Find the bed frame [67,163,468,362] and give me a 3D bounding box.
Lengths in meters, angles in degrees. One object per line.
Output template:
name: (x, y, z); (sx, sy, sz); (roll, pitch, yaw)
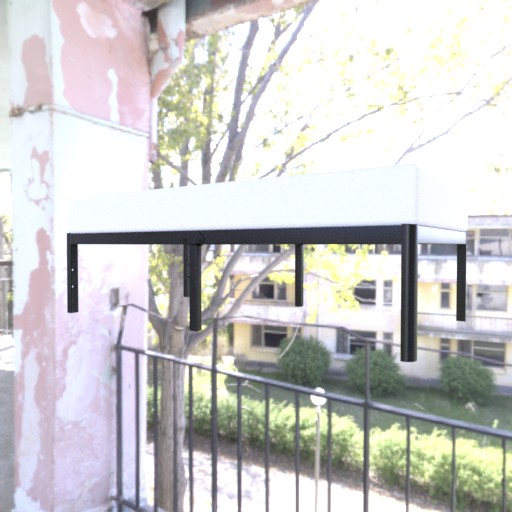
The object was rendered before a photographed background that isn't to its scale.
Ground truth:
bed frame: (0.000, 0.000, 2.406); (1.950, 0.659, 1.023); (1, 2, 34)
